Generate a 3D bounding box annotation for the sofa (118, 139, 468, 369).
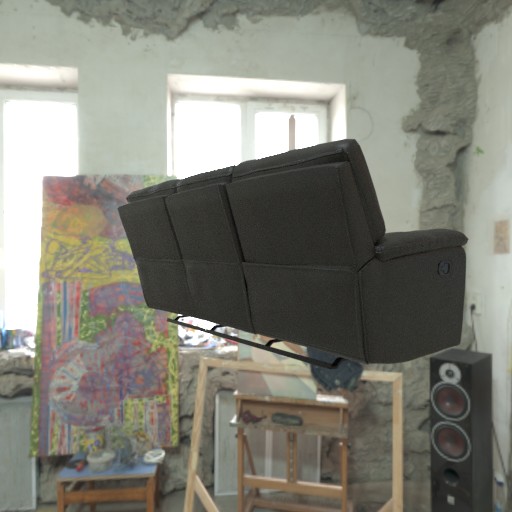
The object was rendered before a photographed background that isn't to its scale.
[{"bbox_3d":[0.000,0.000,3.161,1.104,1.134,2.627,-1,1,-37],"label":"sofa"}]
